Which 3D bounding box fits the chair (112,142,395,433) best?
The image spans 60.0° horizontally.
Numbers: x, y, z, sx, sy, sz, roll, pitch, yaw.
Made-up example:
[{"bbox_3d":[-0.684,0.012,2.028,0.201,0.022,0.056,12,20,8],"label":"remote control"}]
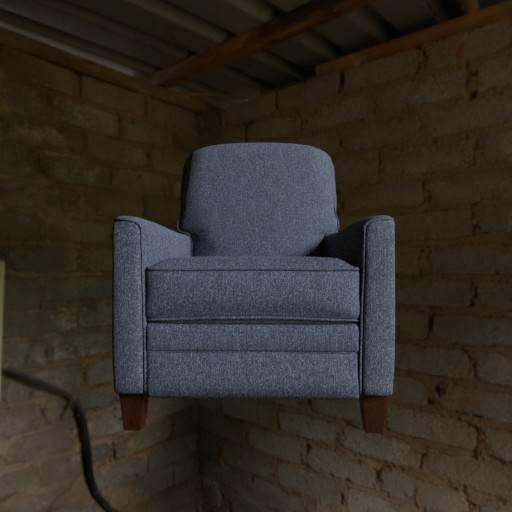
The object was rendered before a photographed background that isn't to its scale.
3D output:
[{"bbox_3d":[0.000,0.000,1.636,0.839,1.016,0.850,0,0,2],"label":"chair"}]
